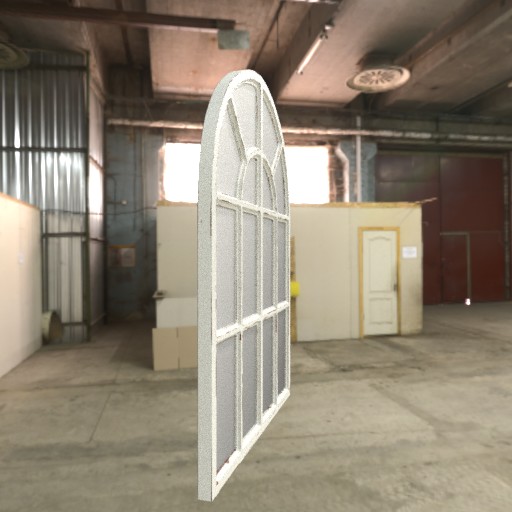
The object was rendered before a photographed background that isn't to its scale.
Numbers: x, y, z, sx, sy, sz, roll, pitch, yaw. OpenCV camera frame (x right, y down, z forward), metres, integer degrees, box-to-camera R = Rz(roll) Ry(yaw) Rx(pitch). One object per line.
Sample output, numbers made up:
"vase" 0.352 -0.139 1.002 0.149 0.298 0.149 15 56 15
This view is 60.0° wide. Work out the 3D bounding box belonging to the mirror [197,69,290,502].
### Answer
"mirror" 0.000 0.000 1.150 0.032 0.920 0.660 0 0 17
